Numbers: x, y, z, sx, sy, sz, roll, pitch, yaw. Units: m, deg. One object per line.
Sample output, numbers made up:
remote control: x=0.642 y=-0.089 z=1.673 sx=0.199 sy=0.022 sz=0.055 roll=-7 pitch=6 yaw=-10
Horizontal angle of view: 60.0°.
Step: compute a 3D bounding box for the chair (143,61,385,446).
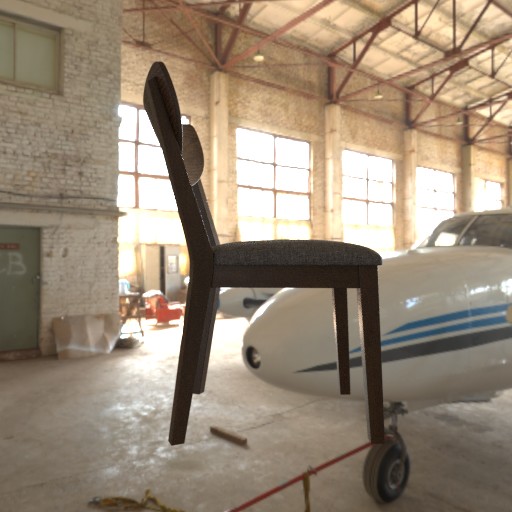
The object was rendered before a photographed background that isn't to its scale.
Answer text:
chair: x=0.000 y=0.000 z=1.196 sx=0.583 sy=0.849 sz=0.491 roll=0 pitch=0 yaw=0
